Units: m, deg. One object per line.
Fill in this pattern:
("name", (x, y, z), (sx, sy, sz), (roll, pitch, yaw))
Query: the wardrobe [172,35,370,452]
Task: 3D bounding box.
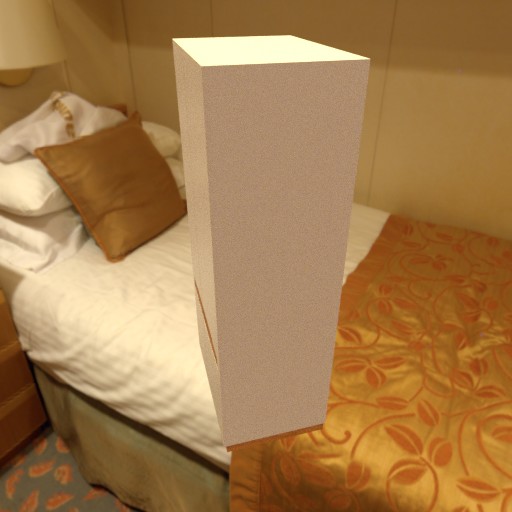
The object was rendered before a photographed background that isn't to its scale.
("wardrobe", (0.000, 0.000, 2.380), (0.600, 2.040, 0.860), (-8, 32, -13))
